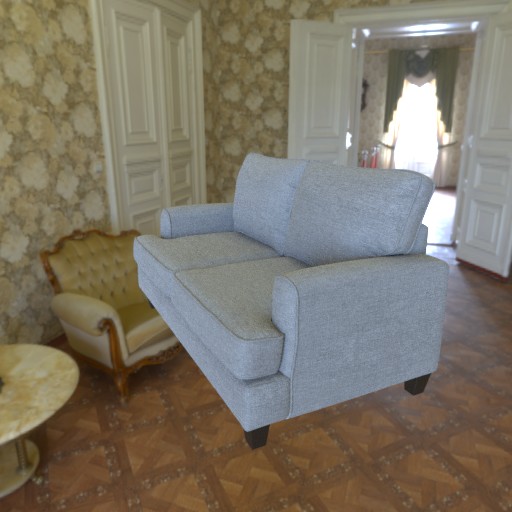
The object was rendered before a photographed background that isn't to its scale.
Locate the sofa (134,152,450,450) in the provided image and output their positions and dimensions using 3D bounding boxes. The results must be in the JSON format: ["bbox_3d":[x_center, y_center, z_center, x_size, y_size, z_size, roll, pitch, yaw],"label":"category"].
[{"bbox_3d":[0.000,0.000,2.287,0.965,0.965,1.651,-8,18,-26],"label":"sofa"}]
